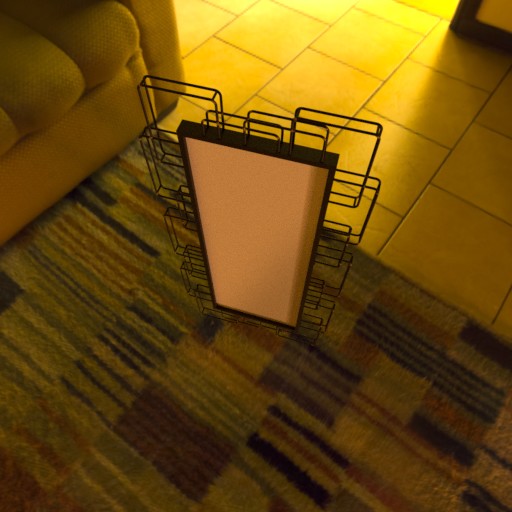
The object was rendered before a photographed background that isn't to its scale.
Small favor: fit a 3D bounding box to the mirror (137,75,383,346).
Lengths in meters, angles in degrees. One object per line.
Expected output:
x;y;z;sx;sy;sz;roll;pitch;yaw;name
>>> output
0.000;0.000;1.381;0.565;1.192;0.037;15;61;8;mirror
